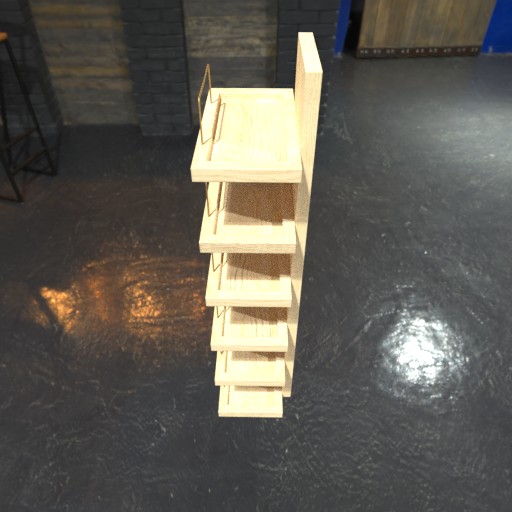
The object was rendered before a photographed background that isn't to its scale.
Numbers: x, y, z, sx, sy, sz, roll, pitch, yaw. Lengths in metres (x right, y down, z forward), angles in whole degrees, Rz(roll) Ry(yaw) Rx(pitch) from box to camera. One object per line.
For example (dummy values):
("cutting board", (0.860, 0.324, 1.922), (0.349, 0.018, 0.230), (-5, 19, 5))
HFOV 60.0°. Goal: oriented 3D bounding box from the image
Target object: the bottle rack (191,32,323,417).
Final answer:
("bottle rack", (0.000, 0.000, 1.067), (0.206, 0.943, 0.330), (1, 42, 1))
